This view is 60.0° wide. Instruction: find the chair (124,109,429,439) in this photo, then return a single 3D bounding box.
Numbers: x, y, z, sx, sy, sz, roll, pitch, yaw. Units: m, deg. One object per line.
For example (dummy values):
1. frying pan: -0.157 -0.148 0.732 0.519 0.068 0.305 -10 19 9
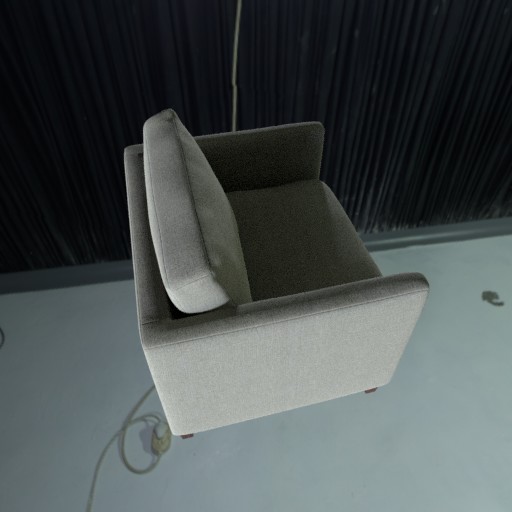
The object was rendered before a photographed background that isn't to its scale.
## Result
1. chair: 0.000 0.000 1.882 0.959 0.963 1.107 -10 48 -10
